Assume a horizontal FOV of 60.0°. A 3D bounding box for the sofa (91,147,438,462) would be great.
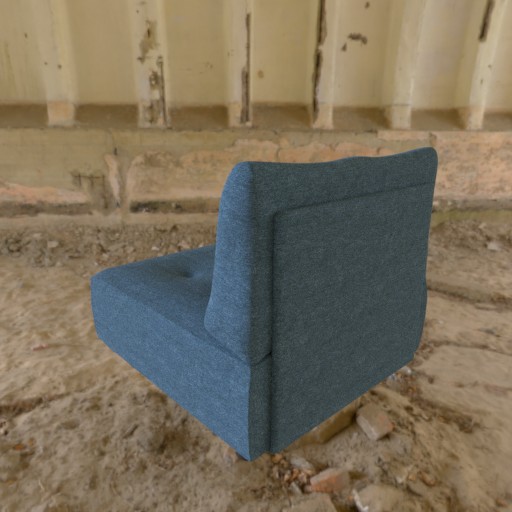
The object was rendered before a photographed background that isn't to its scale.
[{"bbox_3d":[0.000,0.000,1.706,0.930,0.820,1.000,-15,23,-40],"label":"sofa"}]
